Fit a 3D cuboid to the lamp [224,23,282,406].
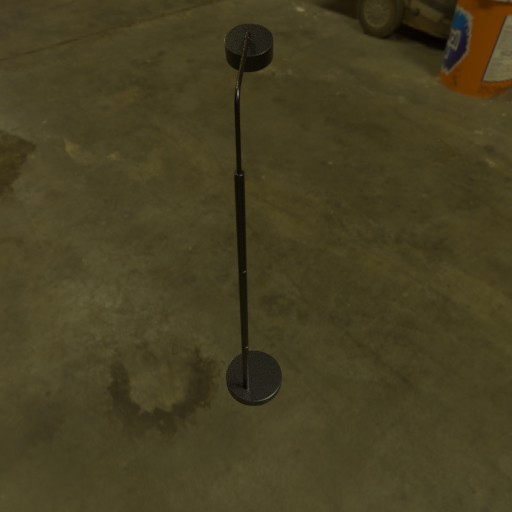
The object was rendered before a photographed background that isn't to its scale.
[{"bbox_3d":[0.000,0.000,1.386,0.219,1.230,0.418,4,47,3],"label":"lamp"}]
